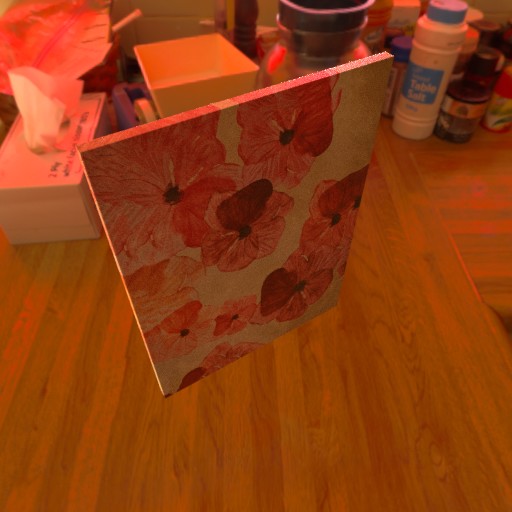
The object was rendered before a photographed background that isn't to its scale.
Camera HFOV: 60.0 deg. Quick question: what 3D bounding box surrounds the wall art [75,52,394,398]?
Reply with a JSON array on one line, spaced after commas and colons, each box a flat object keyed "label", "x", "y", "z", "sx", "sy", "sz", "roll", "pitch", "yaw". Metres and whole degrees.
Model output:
[{"label": "wall art", "x": 0.000, "y": 0.000, "z": 1.313, "sx": 0.762, "sy": 1.015, "sz": 0.031, "roll": -24, "pitch": 52, "yaw": -21}]
